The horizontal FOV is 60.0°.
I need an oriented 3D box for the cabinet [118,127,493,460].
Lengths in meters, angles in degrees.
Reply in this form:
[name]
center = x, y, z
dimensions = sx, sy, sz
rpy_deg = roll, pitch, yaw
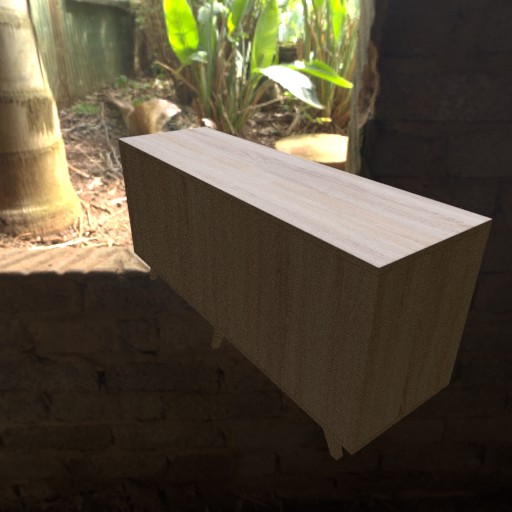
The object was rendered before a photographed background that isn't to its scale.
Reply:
[cabinet]
center = 0.000, 0.000, 1.928
dimensions = 0.500, 0.780, 1.650
rpy_deg = -19, 33, -32
